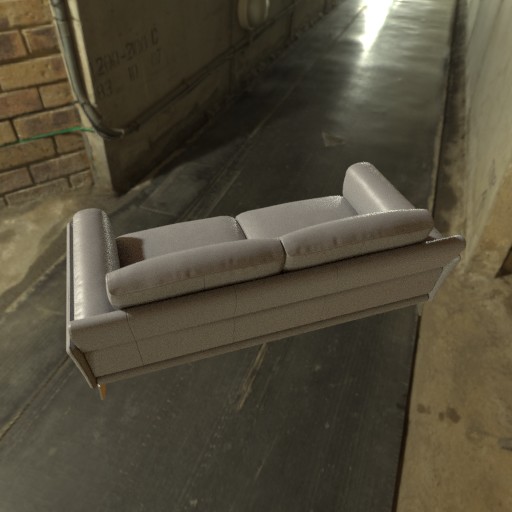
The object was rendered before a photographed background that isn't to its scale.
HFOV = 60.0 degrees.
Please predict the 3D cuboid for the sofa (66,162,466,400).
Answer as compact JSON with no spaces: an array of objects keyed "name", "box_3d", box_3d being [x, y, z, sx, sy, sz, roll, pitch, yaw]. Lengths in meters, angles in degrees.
[{"name":"sofa","box_3d":[0.000,0.000,2.645,2.101,0.930,1.049,-12,43,-13]}]
